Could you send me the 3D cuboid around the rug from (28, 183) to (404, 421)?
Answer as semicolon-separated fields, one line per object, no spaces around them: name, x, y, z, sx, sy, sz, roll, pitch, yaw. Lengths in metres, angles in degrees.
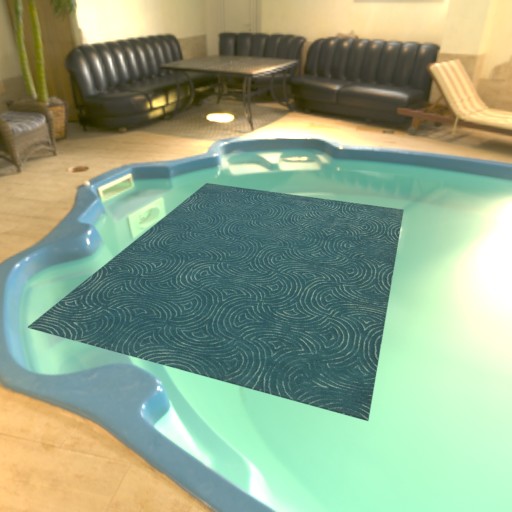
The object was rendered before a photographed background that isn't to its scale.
rug;0.000;0.000;4.088;2.432;0.012;3.033;10;32;17
